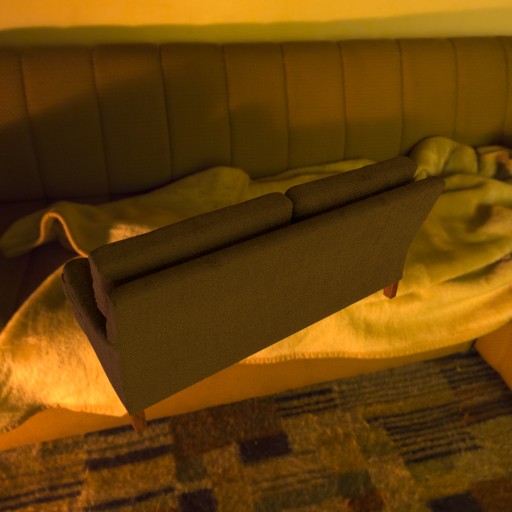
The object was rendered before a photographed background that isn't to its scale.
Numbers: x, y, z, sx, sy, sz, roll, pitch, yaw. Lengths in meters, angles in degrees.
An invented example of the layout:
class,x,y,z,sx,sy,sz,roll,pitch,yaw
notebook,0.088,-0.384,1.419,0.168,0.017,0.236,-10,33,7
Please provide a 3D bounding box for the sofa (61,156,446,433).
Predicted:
class,x,y,z,sx,sy,sz,roll,pitch,yaw
sofa,0.000,0.000,2.794,2.165,1.087,1.086,-21,38,-29
